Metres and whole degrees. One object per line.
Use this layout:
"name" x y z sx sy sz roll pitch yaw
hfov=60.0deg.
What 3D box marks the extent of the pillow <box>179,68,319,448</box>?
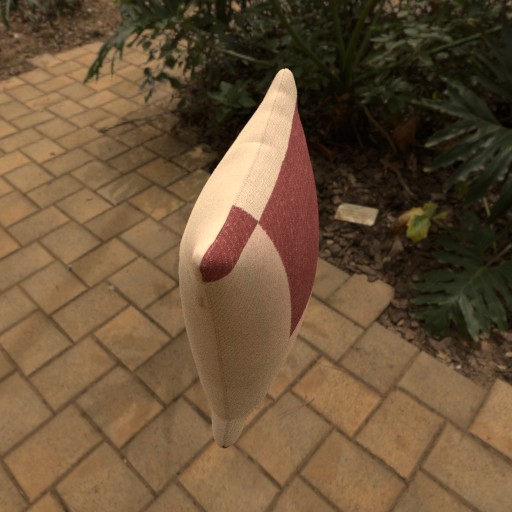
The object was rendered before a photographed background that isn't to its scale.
"pillow" 0.000 0.000 0.830 0.229 0.506 0.536 10 46 9
